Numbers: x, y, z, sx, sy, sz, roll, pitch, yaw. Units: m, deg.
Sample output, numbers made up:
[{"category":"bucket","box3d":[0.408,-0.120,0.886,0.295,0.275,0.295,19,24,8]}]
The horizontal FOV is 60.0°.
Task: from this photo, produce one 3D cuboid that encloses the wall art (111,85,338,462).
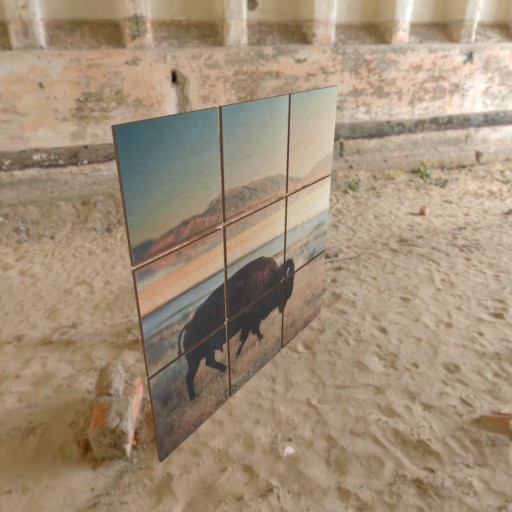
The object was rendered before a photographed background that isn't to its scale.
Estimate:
[{"category":"wall art","box3d":[0.000,0.000,1.818,0.019,1.218,1.221,18,32,32]}]
